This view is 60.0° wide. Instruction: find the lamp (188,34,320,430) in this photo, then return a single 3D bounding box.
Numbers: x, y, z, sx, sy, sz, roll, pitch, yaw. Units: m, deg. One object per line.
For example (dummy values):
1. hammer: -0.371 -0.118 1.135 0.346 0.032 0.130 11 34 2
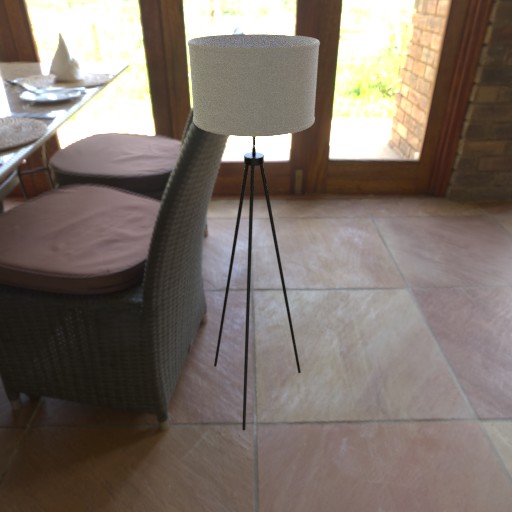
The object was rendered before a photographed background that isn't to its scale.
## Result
1. lamp: 0.000 0.000 1.761 0.448 1.545 0.458 1 31 2
